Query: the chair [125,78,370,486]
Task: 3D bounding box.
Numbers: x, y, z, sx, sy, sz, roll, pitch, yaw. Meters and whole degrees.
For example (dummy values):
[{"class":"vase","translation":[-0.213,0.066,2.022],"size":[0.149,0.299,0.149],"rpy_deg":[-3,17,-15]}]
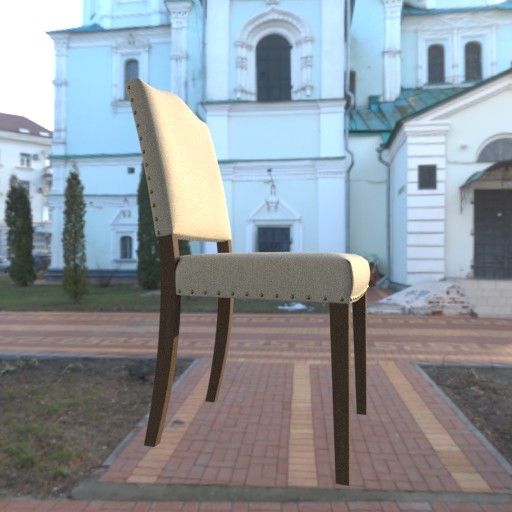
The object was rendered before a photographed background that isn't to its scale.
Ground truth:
[{"class":"chair","translation":[0.000,0.000,1.305],"size":[0.619,1.015,0.508],"rpy_deg":[0,0,18]}]
